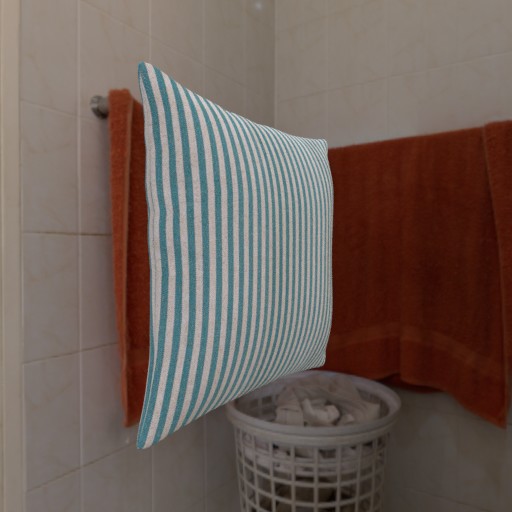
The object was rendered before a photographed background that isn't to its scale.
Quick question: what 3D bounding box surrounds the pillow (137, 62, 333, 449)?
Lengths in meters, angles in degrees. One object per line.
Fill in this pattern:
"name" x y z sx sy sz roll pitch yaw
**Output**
"pillow" 0.000 0.000 0.790 0.166 0.510 0.523 1 1 36
